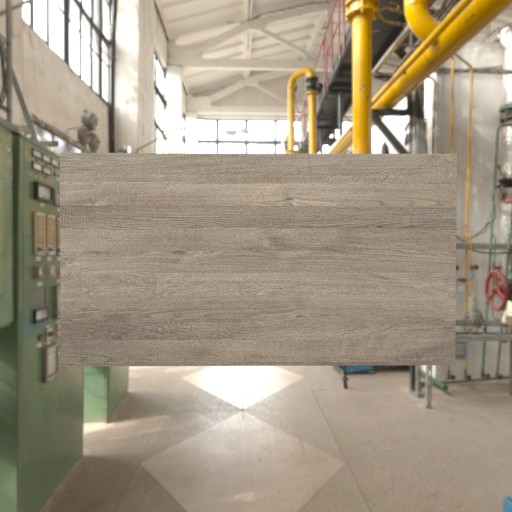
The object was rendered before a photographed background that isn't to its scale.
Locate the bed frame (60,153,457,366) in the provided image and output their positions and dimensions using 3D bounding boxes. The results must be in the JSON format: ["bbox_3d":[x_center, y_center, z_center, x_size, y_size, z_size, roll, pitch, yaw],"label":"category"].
[{"bbox_3d":[0.000,0.000,2.643,1.490,0.800,1.950,0,1,-1],"label":"bed frame"}]
